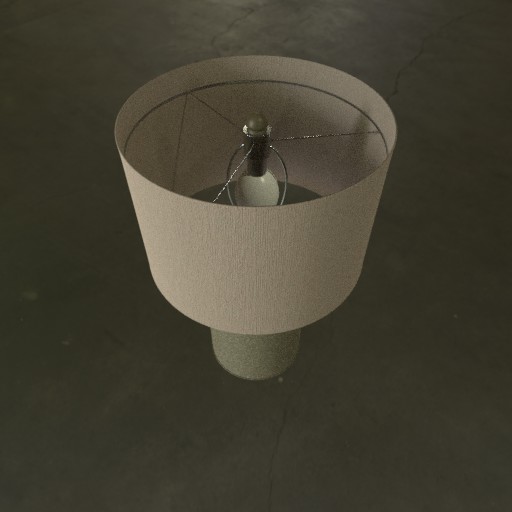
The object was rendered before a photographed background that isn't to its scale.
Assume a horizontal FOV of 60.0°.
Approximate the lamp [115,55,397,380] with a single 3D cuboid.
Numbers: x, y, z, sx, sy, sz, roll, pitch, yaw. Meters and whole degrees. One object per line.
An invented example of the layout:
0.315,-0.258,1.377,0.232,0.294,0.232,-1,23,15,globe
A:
0.000,0.000,0.687,0.318,0.486,0.318,0,48,0,lamp
